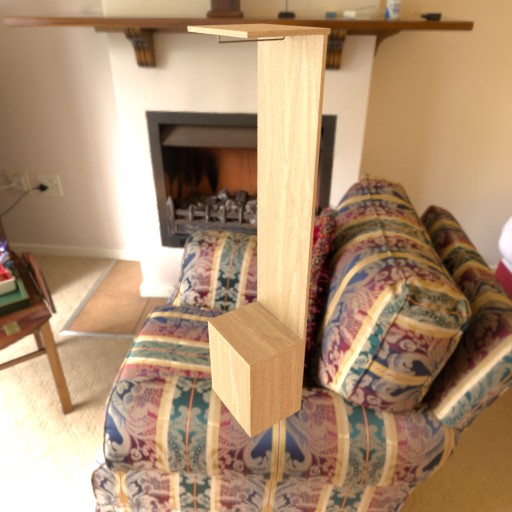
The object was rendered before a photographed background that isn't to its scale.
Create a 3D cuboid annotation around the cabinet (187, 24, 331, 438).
[{"bbox_3d":[0.000,0.000,2.046,0.338,1.879,0.411,-18,35,-29],"label":"cabinet"}]
